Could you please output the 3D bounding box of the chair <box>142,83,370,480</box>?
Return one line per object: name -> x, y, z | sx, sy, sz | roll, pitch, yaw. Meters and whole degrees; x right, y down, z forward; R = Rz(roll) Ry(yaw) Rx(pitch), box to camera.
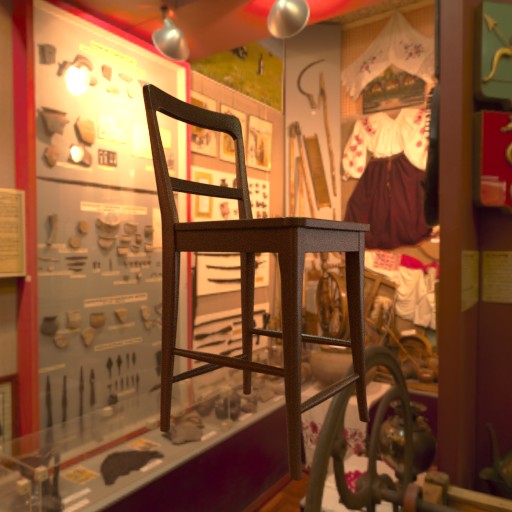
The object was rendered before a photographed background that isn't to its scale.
chair -> 0.000, 0.000, 1.302 | 0.546, 0.991, 0.450 | 1, 1, 36
